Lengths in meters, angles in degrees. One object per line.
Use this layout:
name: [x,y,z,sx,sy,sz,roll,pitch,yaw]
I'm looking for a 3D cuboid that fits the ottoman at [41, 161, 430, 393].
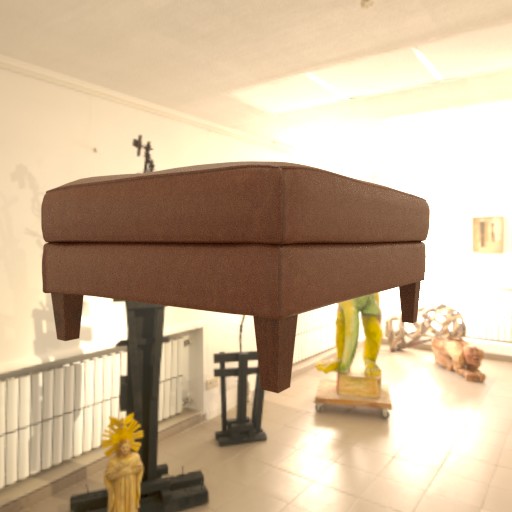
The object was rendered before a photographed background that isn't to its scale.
ottoman: [0.000,0.000,1.405,0.836,0.472,0.987,2,3,36]
